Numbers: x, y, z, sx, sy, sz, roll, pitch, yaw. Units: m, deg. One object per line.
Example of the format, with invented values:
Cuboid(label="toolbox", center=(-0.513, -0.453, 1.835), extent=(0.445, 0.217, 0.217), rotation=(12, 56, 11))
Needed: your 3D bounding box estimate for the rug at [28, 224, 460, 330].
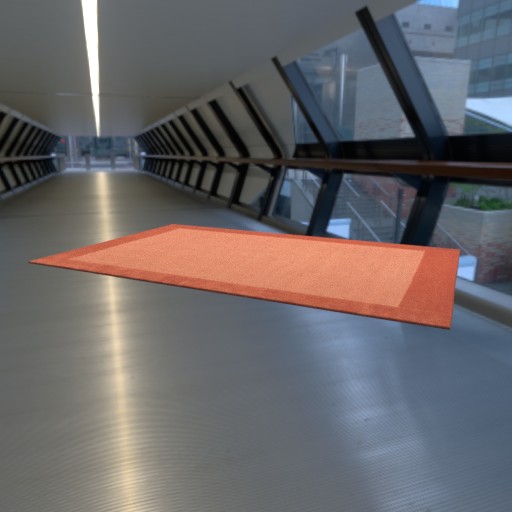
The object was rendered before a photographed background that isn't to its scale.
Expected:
Cuboid(label="rug", center=(0.000, 0.000, 2.937), extent=(2.438, 0.014, 1.524), rotation=(7, 15, 25))
